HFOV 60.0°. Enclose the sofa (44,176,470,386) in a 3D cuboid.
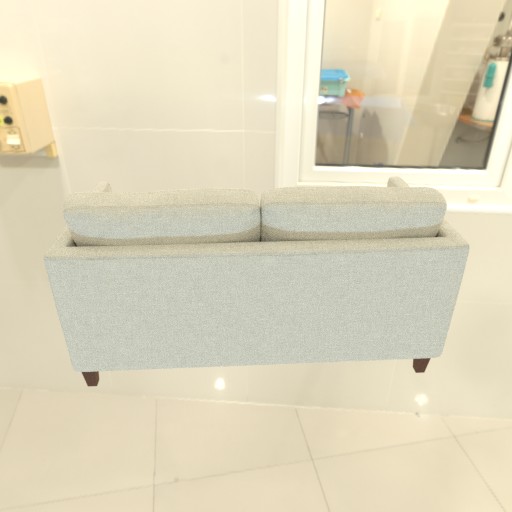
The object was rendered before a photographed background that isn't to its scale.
[{"bbox_3d":[0.000,0.000,2.409,1.838,0.963,0.950,-2,29,-3],"label":"sofa"}]
